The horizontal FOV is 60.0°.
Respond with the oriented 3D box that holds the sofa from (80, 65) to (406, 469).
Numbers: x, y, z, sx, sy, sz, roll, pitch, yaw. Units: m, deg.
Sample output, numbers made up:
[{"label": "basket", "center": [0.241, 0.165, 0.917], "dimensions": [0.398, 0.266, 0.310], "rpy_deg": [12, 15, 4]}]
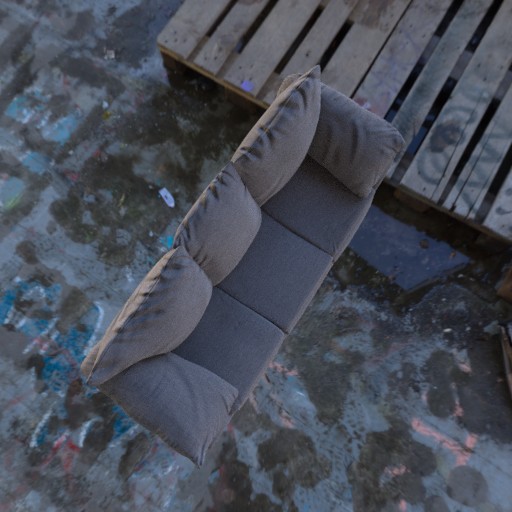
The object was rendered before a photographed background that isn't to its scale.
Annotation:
[{"label": "sofa", "center": [0.000, 0.000, 2.862], "dimensions": [0.927, 1.043, 2.390], "rpy_deg": [33, 78, 8]}]
